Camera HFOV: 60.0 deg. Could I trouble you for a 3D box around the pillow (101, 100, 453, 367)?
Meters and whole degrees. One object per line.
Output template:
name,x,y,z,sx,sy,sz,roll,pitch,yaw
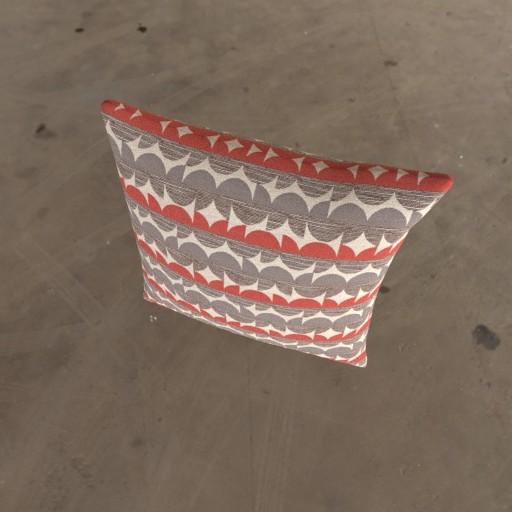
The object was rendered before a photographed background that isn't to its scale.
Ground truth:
pillow,0.000,0.000,0.649,0.420,0.410,0.180,15,58,10
